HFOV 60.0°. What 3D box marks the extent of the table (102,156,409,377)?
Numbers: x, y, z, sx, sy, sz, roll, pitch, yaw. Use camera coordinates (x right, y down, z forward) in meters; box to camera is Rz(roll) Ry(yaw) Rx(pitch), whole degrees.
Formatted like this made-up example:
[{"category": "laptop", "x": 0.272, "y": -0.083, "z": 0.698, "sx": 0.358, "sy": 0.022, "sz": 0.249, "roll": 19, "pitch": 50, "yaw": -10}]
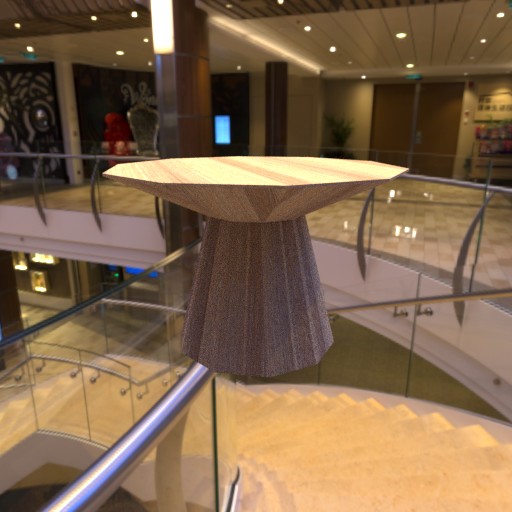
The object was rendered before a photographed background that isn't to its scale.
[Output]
[{"category": "table", "x": 0.000, "y": 0.000, "z": 1.892, "sx": 1.186, "sy": 0.752, "sz": 1.186, "roll": 0, "pitch": 16, "yaw": 0}]
